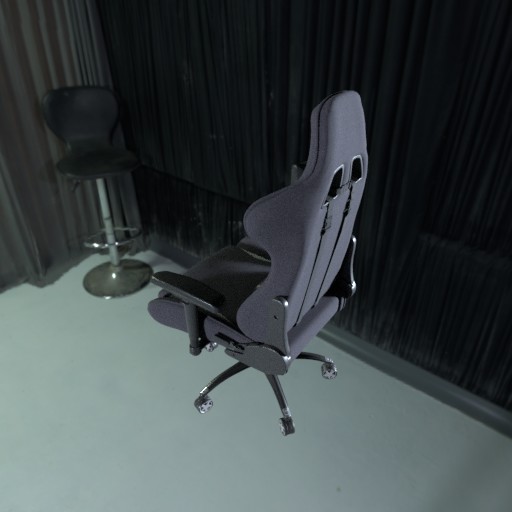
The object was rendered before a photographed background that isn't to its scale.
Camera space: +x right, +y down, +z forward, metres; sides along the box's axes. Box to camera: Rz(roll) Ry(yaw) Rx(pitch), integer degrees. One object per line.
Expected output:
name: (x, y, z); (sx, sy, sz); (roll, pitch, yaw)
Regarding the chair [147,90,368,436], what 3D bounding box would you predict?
chair: (0.000, 0.000, 1.737); (0.695, 1.300, 0.730); (21, 38, 30)
